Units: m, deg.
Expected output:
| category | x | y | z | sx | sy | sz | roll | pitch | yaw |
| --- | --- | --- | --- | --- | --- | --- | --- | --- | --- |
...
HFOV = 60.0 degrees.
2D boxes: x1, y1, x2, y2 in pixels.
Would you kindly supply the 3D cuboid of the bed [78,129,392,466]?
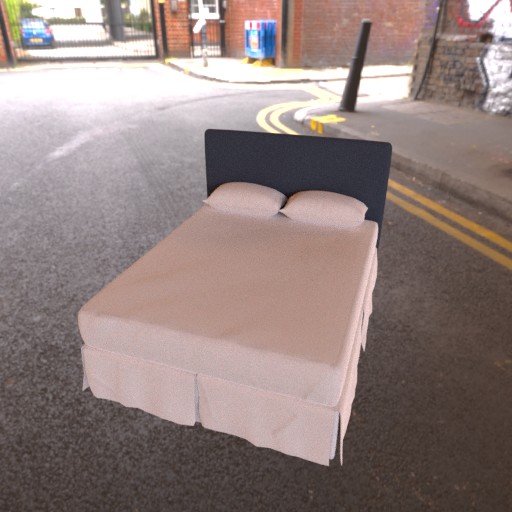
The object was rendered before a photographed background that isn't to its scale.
| category | x | y | z | sx | sy | sz | roll | pitch | yaw |
| --- | --- | --- | --- | --- | --- | --- | --- | --- | --- |
| bed | 0.000 | 0.000 | 3.245 | 1.713 | 1.330 | 2.162 | 9 | 29 | 17 |
